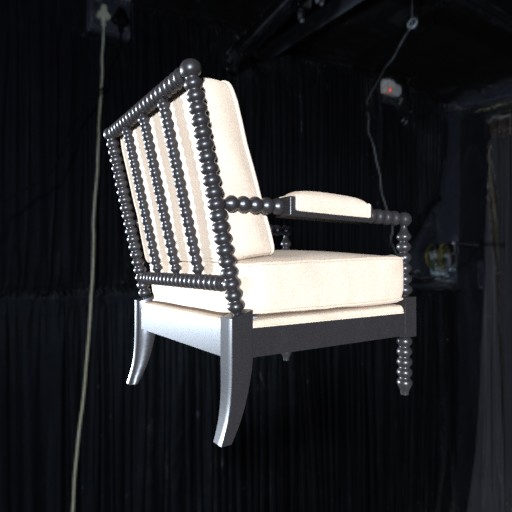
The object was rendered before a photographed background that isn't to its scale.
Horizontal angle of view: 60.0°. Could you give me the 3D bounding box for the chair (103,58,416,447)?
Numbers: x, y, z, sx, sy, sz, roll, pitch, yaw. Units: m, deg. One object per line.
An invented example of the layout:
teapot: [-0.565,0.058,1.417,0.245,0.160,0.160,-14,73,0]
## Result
chair: [0.000,0.000,1.167,0.657,0.703,0.555,1,-1,-34]
